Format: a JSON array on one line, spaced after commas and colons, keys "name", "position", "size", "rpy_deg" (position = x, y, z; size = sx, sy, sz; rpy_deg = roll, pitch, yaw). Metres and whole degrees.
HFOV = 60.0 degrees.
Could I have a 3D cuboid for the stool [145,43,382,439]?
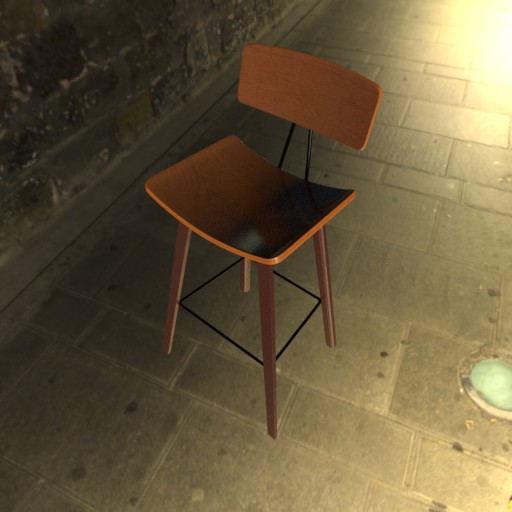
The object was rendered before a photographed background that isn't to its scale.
[{"name": "stool", "position": [0.000, 0.000, 1.251], "size": [0.509, 0.969, 0.440], "rpy_deg": [31, 54, 25]}]
